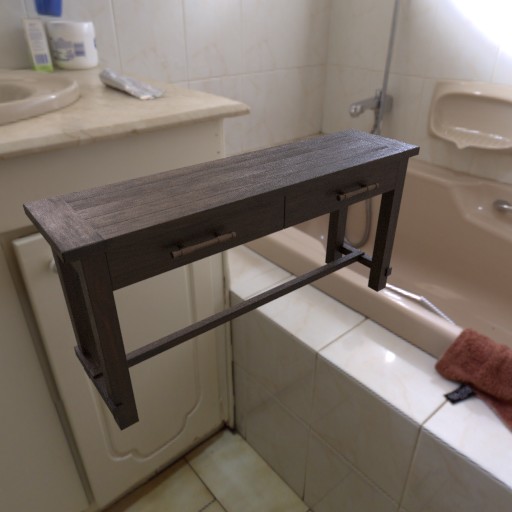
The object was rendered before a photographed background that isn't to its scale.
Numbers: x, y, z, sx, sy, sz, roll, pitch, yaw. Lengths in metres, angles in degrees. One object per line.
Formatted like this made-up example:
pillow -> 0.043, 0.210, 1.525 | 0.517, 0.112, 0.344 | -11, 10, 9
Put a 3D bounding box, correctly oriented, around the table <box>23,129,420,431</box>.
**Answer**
table -> 0.000, 0.000, 1.916 | 1.599, 0.762, 0.442 | -21, 36, -32
